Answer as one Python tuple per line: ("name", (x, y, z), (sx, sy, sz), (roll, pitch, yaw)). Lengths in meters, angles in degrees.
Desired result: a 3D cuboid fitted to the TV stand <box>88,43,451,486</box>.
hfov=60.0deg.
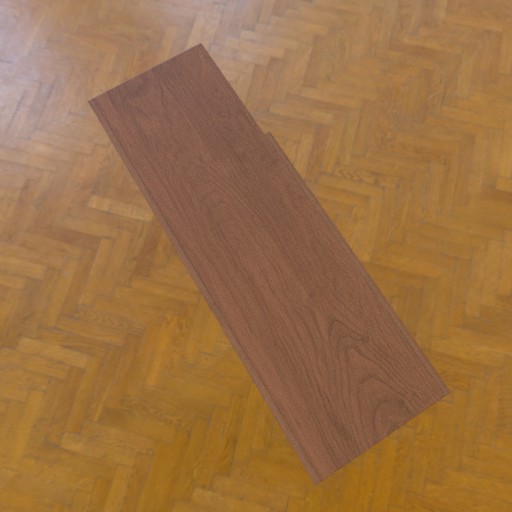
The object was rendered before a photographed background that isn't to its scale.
("TV stand", (0.000, 0.000, 1.431), (0.415, 0.500, 1.200), (-31, 78, -8))
